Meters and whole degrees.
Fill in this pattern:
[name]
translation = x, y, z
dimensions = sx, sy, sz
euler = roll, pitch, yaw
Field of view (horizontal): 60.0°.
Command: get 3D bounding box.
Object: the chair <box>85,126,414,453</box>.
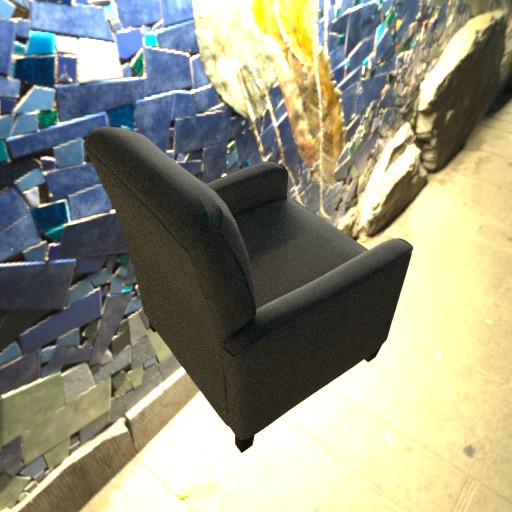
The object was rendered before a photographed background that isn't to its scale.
[chair]
translation = 0.000, 0.000, 1.662
dimensions = 0.858, 1.028, 0.841
euler = -25, 46, -27
